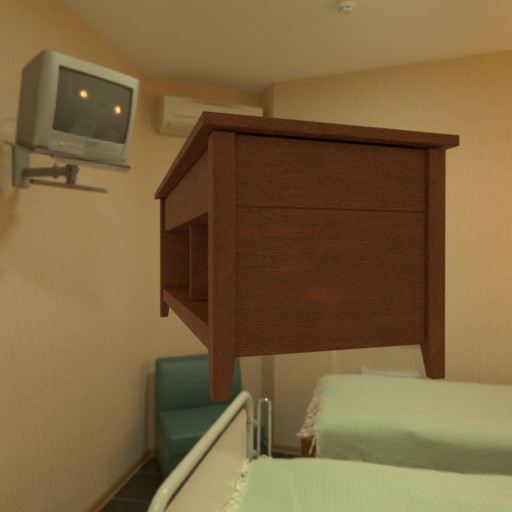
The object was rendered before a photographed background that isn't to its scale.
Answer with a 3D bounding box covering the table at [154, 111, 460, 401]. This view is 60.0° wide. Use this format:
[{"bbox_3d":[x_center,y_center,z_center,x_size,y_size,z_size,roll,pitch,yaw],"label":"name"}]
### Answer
[{"bbox_3d":[0.000,0.000,1.242,0.483,0.457,1.016,0,0,-17],"label":"table"}]
